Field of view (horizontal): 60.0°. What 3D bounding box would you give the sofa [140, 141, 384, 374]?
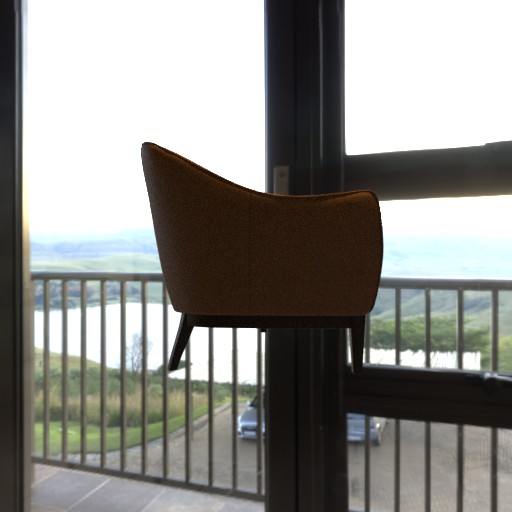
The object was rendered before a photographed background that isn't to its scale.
[{"bbox_3d":[0.000,0.000,2.420,0.869,0.830,1.928,0,0,0],"label":"sofa"}]
